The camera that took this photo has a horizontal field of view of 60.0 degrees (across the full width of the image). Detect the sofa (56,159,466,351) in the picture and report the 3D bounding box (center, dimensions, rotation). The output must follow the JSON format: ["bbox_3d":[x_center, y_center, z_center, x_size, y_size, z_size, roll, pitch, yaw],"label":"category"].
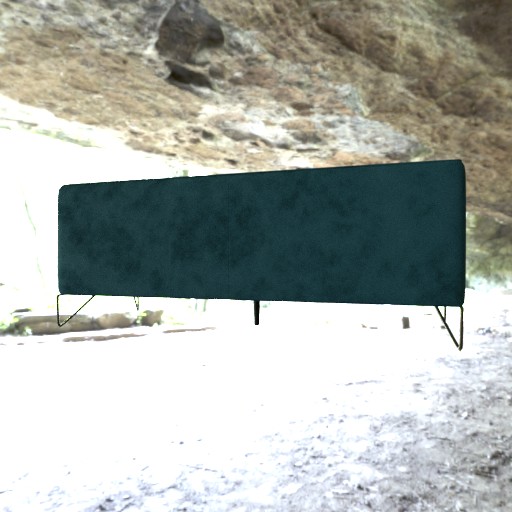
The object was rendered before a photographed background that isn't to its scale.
[{"bbox_3d":[0.000,0.000,2.511,2.087,0.789,0.867,0,0,18],"label":"sofa"}]
